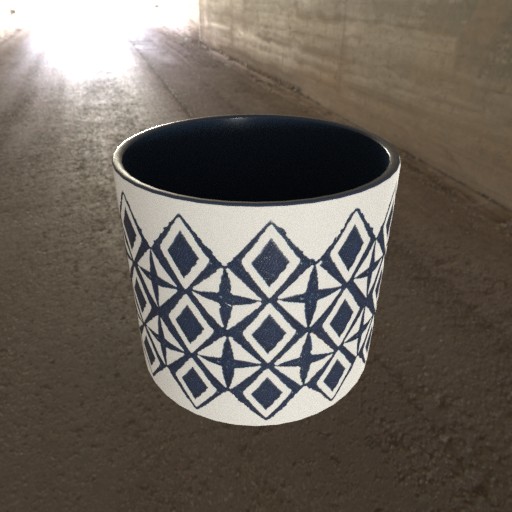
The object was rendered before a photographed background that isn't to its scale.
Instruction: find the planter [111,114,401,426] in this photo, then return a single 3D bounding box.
[{"bbox_3d":[0.000,0.000,0.287,0.159,0.144,0.159,0,31,0],"label":"planter"}]
